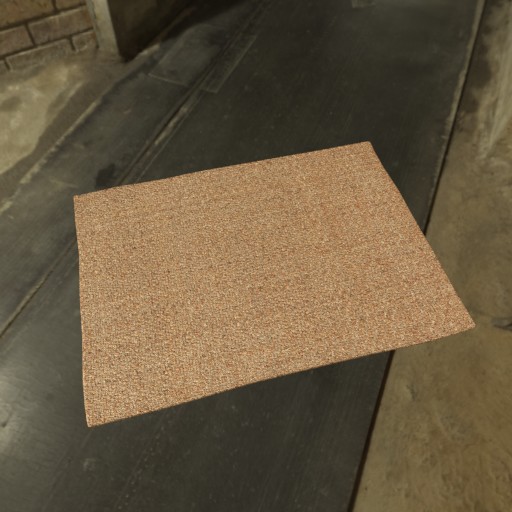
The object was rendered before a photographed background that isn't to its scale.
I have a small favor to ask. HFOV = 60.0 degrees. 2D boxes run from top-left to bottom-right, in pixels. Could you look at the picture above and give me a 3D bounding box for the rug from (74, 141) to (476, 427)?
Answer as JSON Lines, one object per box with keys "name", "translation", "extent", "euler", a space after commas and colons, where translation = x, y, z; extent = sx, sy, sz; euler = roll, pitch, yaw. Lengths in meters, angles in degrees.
{"name": "rug", "translation": [0.000, 0.000, 2.724], "extent": [2.141, 0.013, 1.566], "euler": [-13, 58, -8]}
